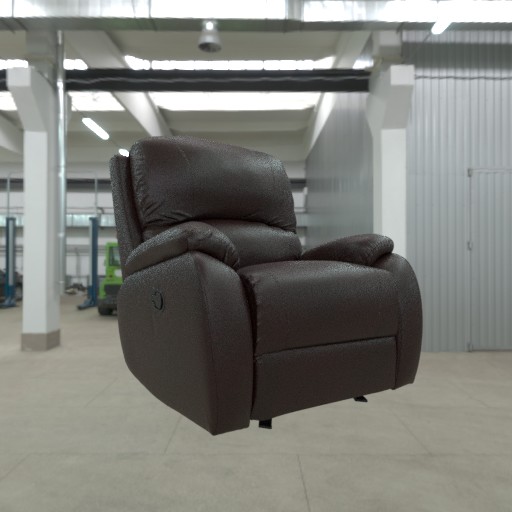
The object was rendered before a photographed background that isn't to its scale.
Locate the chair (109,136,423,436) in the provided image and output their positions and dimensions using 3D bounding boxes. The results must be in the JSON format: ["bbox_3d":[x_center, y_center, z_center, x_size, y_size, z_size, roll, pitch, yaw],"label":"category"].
[{"bbox_3d":[0.000,0.000,1.711,0.930,1.011,0.899,0,0,-35],"label":"chair"}]
